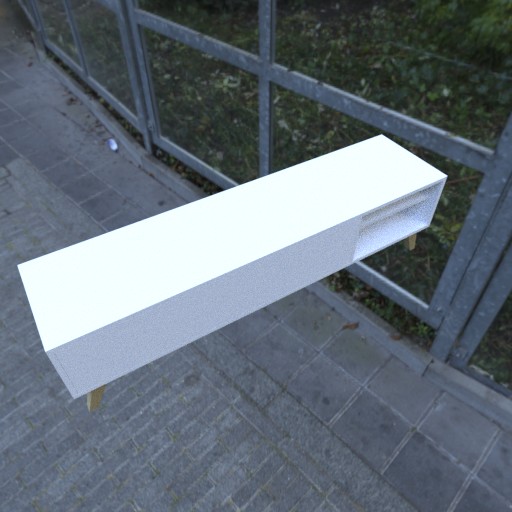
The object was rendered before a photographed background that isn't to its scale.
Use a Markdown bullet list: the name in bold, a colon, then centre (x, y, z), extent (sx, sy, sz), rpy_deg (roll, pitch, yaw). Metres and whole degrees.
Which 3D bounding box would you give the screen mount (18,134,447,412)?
- **screen mount**: centre (0.000, 0.000, 1.832), extent (1.644, 0.432, 0.399), rpy_deg (-23, 50, -22)
